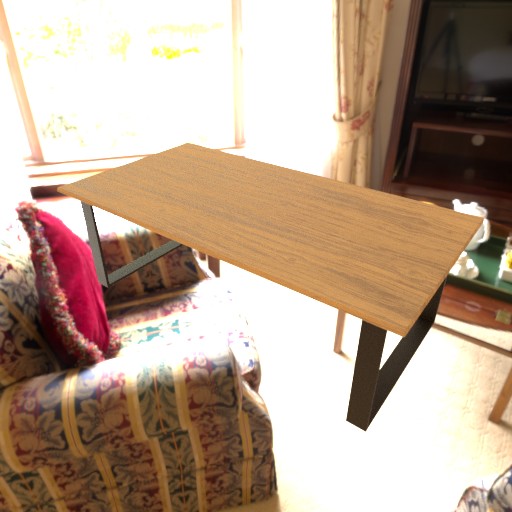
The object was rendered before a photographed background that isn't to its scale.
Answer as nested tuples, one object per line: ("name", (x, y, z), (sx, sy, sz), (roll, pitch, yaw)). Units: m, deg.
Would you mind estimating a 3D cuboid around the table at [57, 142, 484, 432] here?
("table", (0.000, 0.000, 1.653), (1.331, 0.445, 0.693), (22, 38, 31))
